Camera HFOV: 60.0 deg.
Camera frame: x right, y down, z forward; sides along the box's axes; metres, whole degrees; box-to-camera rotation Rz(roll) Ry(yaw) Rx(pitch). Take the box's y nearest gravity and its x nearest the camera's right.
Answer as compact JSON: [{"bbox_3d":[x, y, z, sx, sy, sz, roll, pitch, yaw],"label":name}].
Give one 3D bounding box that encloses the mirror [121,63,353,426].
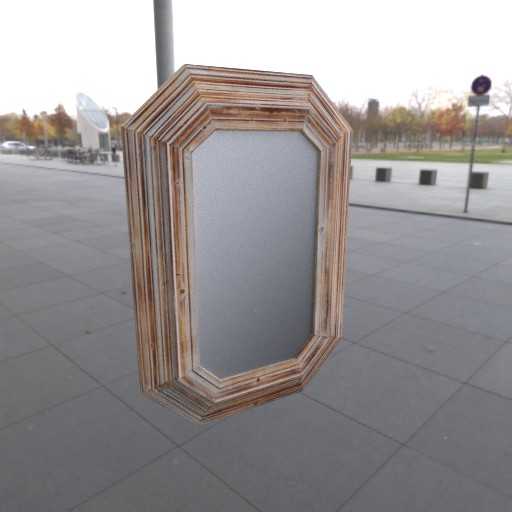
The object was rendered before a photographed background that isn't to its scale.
[{"bbox_3d":[0.000,0.000,1.292,0.709,1.015,0.061,-8,17,-29],"label":"mirror"}]
